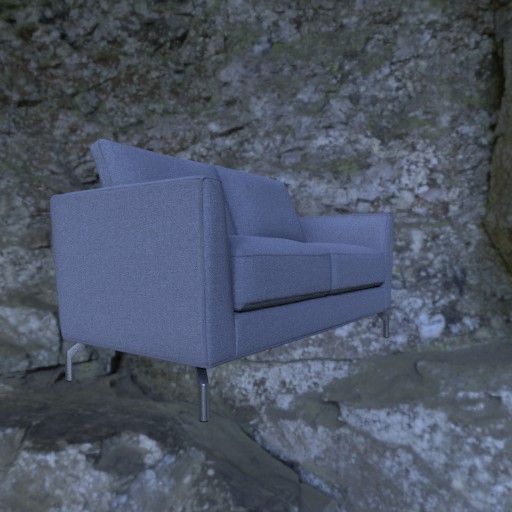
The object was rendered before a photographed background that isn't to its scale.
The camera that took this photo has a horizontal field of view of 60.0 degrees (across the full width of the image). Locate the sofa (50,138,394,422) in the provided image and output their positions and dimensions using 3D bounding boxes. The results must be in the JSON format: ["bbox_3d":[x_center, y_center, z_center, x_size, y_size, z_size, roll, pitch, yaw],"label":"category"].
[{"bbox_3d":[0.000,0.000,2.087,0.803,0.924,1.594,0,1,36],"label":"sofa"}]
